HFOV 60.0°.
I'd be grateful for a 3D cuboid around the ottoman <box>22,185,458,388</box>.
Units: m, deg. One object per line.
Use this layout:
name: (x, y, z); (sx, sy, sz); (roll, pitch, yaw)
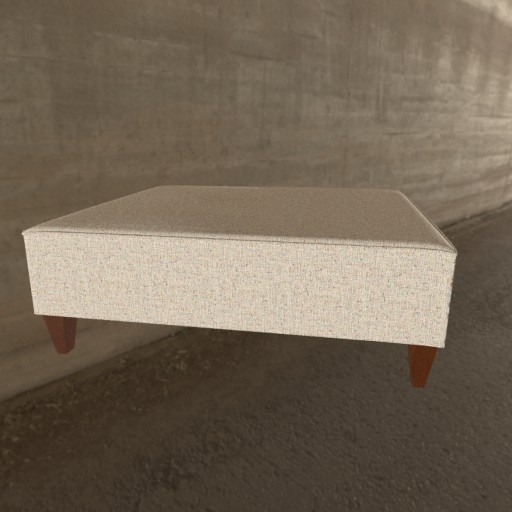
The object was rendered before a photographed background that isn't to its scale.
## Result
ottoman: (0.000, 0.000, 1.207); (0.835, 0.303, 0.736); (3, 16, 10)
